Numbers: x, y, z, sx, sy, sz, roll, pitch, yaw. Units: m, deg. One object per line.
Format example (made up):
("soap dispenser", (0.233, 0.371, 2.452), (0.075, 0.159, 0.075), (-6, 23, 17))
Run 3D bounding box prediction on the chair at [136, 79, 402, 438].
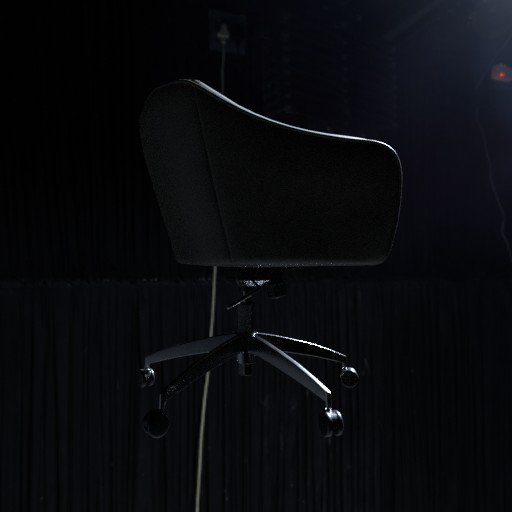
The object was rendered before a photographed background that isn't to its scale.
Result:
("chair", (0.000, 0.000, 1.308), (0.689, 0.827, 0.713), (0, 0, -20))
